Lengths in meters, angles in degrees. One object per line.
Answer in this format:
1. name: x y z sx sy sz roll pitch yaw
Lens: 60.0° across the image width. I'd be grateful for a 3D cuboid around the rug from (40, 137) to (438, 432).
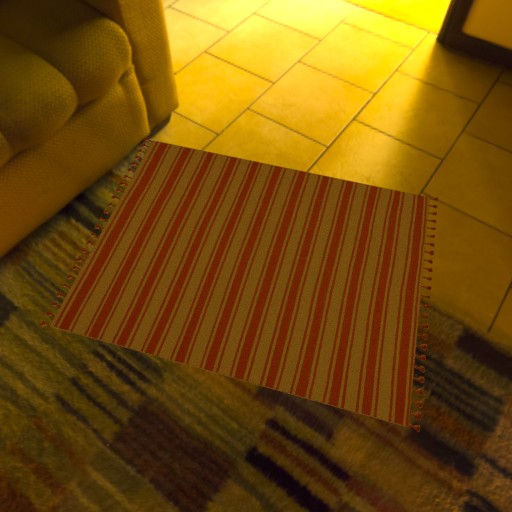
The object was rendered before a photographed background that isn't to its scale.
1. rug: 0.000 0.000 4.349 3.369 0.035 2.451 13 59 8
